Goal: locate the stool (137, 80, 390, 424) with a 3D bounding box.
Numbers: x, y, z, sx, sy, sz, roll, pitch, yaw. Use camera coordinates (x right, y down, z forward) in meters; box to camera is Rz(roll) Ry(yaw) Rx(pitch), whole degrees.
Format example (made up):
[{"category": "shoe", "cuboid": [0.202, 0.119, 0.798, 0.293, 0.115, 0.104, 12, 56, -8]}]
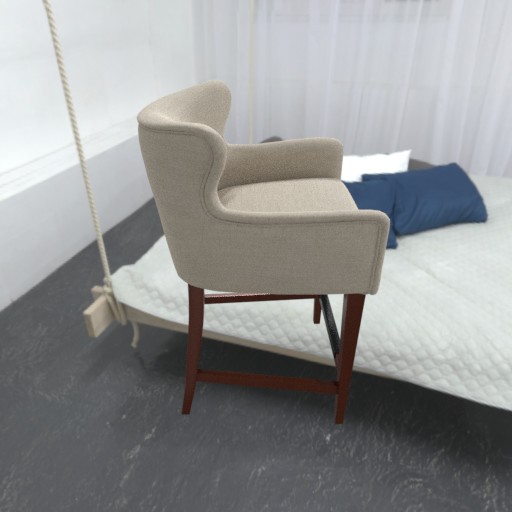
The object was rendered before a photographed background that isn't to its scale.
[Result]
[{"category": "stool", "cuboid": [0.000, 0.000, 1.440, 0.637, 0.987, 0.615, -1, 32, -1]}]
